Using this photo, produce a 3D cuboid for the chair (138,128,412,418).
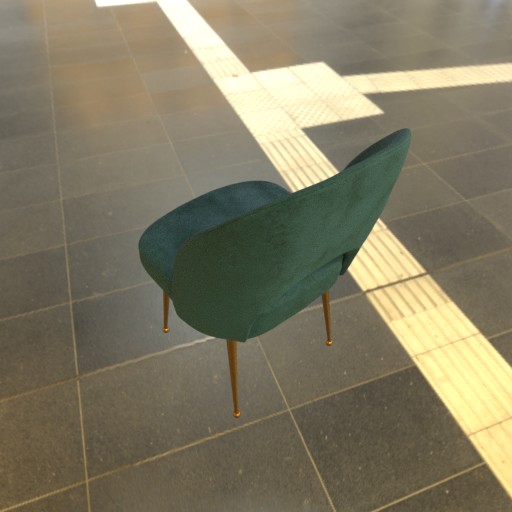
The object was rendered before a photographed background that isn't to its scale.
[{"bbox_3d":[0.000,0.000,1.171,0.527,0.860,0.577,-30,52,-27],"label":"chair"}]
